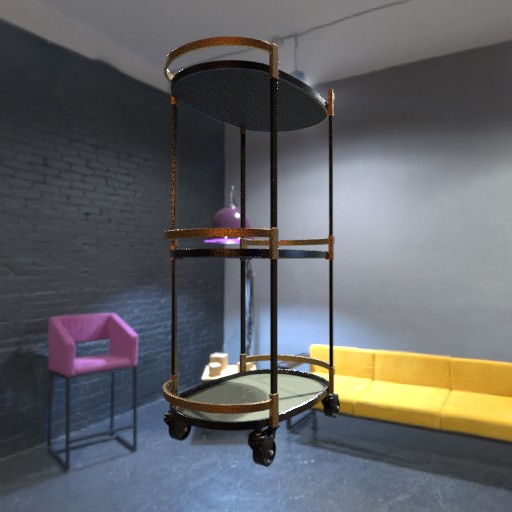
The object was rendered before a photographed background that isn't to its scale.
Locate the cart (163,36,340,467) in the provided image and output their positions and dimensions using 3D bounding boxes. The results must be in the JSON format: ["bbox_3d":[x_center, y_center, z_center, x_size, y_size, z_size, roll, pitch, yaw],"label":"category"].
[{"bbox_3d":[0.000,0.000,1.131,0.311,0.885,0.515,-1,-1,34],"label":"cart"}]
